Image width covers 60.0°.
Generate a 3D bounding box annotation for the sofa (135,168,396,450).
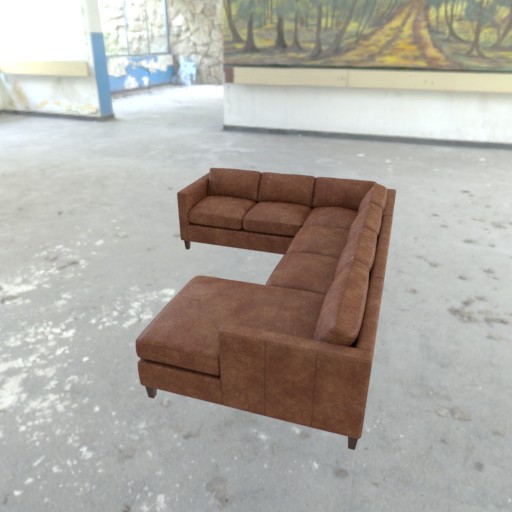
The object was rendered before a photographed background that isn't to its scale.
[{"bbox_3d":[0.000,0.000,4.352,2.452,0.888,3.324,8,27,16],"label":"sofa"}]
